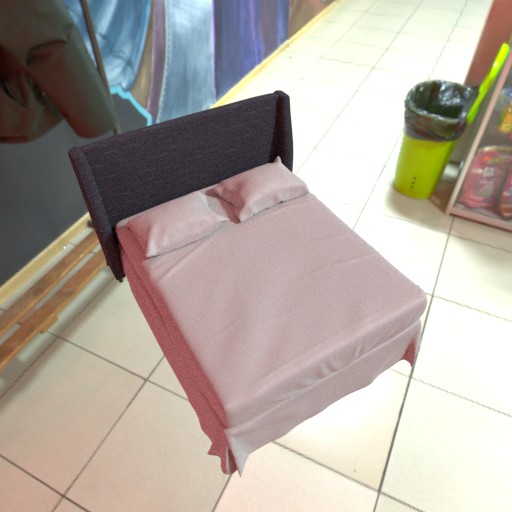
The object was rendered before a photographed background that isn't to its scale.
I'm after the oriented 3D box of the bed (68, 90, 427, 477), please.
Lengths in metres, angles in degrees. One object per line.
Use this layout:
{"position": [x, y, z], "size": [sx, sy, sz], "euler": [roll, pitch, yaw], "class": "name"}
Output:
{"position": [0.000, 0.000, 3.403], "size": [1.925, 1.332, 2.276], "euler": [-23, 50, -21], "class": "bed"}
